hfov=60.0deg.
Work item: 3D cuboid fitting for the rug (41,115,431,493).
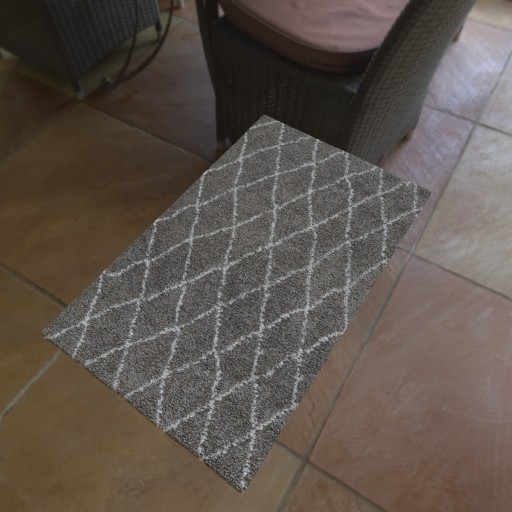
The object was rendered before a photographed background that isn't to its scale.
[{"bbox_3d":[0.000,0.000,3.015,1.524,0.030,2.438,30,62,18],"label":"rug"}]
